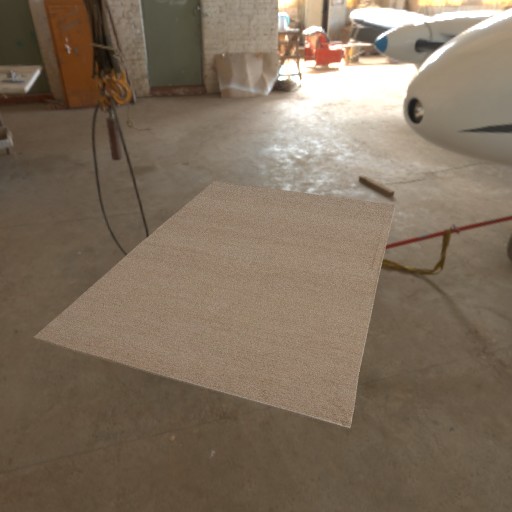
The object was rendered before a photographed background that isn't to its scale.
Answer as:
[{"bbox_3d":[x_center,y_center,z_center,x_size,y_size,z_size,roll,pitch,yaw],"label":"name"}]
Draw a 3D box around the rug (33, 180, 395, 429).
[{"bbox_3d":[0.000,0.000,3.693,2.032,0.038,2.869,11,33,17],"label":"rug"}]
